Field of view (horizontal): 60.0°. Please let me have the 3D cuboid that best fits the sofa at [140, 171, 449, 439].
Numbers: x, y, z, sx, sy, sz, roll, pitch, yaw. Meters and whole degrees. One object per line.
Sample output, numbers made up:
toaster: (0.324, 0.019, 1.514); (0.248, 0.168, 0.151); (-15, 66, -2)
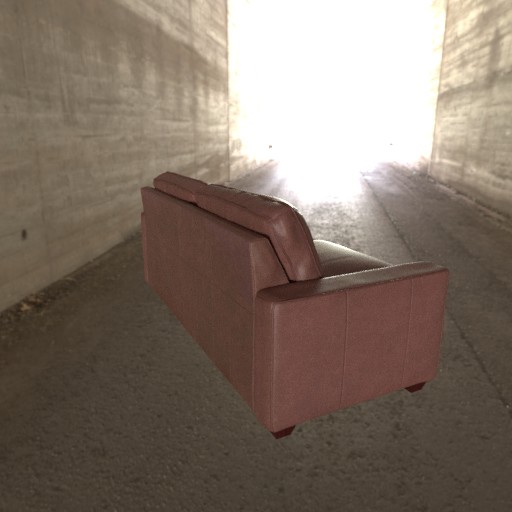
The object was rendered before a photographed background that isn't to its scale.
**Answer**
sofa: (0.000, 0.000, 2.660); (0.940, 0.919, 2.080); (-8, 18, -26)
